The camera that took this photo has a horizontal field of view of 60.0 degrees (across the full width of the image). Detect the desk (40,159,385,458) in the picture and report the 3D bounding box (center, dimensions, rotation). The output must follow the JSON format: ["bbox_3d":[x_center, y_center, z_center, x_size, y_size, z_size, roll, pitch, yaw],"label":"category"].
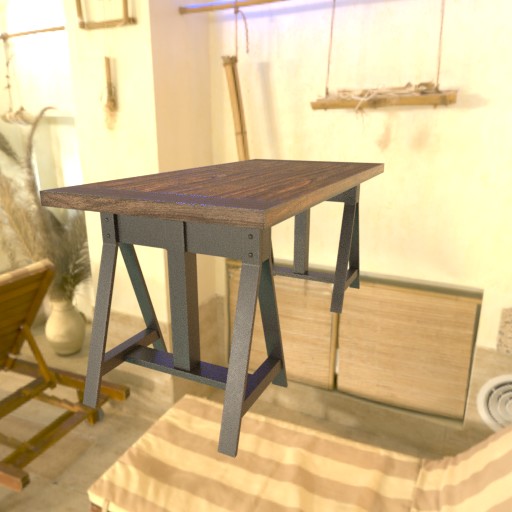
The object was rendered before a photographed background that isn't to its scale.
[{"bbox_3d":[0.000,0.000,1.965,0.784,0.725,1.543,8,18,25],"label":"desk"}]
